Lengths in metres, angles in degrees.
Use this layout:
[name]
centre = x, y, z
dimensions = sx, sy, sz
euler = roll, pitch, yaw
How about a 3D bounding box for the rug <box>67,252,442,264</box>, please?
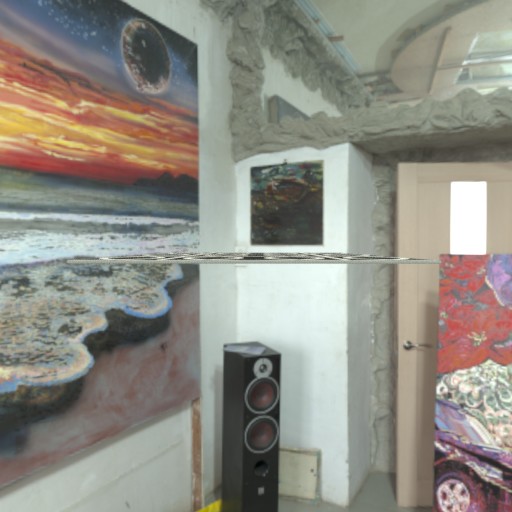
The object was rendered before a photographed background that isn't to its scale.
[rug]
centre = 0.000, 0.000, 2.927
dimensions = 1.526, 0.014, 2.290
euler = 0, 1, 1
